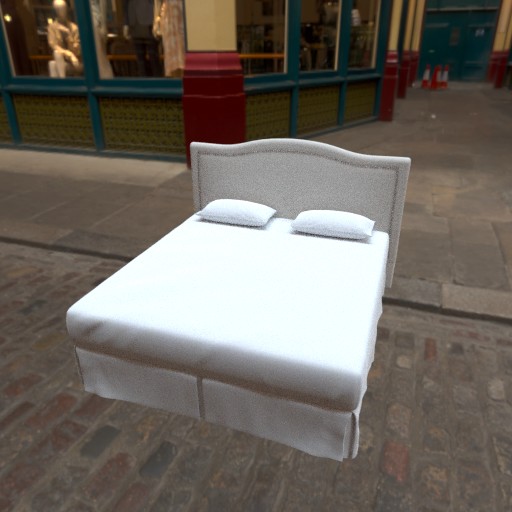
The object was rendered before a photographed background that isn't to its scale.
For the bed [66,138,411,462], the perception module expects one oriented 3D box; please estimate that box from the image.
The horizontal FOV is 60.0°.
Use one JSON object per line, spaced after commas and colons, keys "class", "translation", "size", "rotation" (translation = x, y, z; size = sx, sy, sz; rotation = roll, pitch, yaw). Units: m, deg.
{"class": "bed", "translation": [0.000, 0.000, 3.460], "size": [2.083, 1.421, 2.182], "rotation": [8, 27, 17]}
